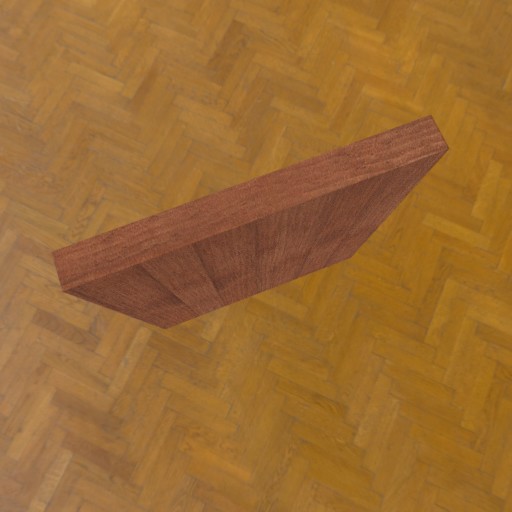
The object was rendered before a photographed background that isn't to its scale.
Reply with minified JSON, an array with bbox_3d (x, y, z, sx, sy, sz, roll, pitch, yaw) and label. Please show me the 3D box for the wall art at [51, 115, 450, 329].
[{"bbox_3d":[0.000,0.000,0.626,0.377,0.449,0.039,-21,77,-5],"label":"wall art"}]
